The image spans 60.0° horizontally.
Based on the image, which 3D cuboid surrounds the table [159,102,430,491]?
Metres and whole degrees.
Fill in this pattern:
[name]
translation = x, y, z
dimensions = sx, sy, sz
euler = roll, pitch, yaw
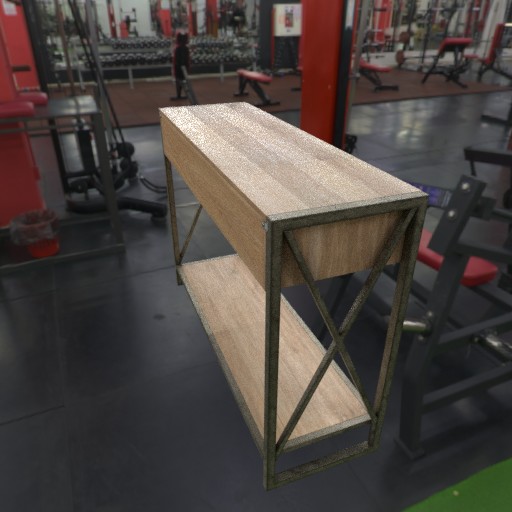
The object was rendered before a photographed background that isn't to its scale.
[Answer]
[table]
translation = 0.000, 0.000, 1.437
dimensions = 0.361, 0.763, 1.059
euler = -11, 31, -18
